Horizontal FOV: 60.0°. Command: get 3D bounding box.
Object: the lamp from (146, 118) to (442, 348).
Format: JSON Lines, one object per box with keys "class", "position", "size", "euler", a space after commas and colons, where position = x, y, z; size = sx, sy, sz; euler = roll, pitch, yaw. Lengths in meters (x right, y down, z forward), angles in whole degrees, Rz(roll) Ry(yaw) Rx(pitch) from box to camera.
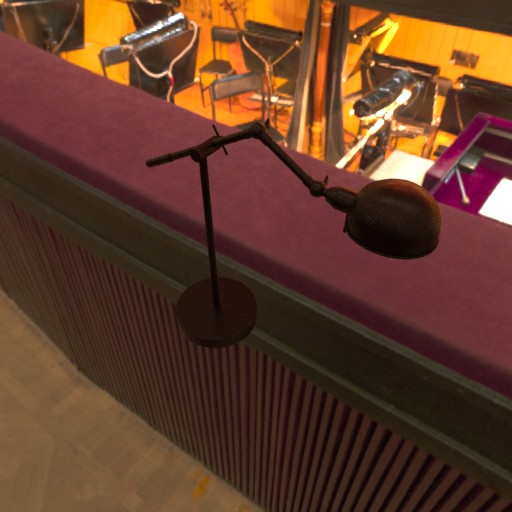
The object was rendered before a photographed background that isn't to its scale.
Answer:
{"class": "lamp", "position": [0.000, 0.000, 0.810], "size": [0.567, 0.495, 0.185], "euler": [26, 49, 25]}
